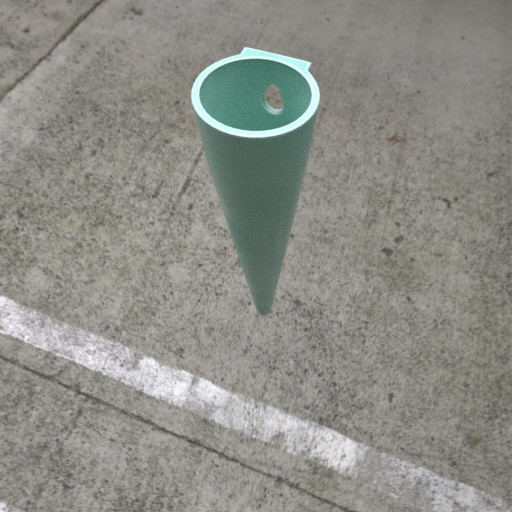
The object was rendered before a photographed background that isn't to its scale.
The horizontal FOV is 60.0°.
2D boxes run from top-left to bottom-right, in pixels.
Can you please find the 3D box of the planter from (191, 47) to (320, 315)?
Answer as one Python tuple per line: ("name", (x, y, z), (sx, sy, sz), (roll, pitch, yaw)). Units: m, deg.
("planter", (0.000, 0.000, 0.300), (0.054, 0.268, 0.055), (18, 61, 11))
